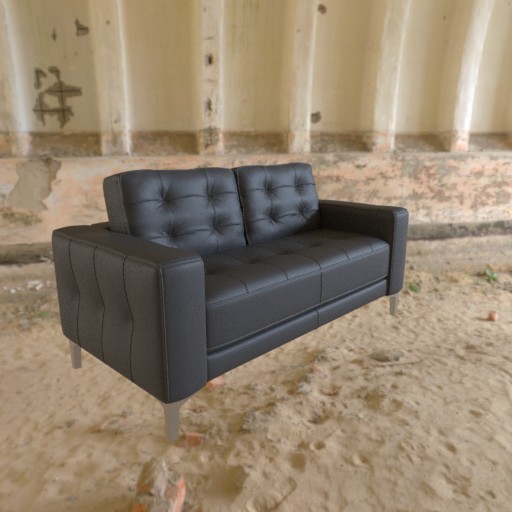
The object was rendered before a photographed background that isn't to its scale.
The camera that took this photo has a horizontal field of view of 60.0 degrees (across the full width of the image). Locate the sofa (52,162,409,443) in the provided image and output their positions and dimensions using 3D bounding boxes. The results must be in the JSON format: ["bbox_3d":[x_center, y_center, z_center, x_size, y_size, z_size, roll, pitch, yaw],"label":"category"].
[{"bbox_3d":[0.000,0.000,2.248,0.833,0.893,1.726,13,19,42],"label":"sofa"}]
